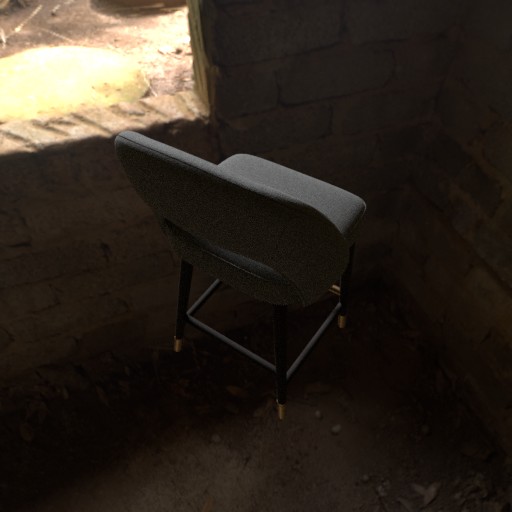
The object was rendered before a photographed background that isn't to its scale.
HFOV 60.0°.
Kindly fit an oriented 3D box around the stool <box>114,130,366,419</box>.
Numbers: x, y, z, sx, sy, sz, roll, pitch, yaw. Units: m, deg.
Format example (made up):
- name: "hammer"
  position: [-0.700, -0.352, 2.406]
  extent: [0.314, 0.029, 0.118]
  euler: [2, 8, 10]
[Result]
- name: "stool"
  position: [0.000, 0.000, 1.276]
  extent: [0.536, 0.925, 0.524]
  euler: [26, 51, 23]
